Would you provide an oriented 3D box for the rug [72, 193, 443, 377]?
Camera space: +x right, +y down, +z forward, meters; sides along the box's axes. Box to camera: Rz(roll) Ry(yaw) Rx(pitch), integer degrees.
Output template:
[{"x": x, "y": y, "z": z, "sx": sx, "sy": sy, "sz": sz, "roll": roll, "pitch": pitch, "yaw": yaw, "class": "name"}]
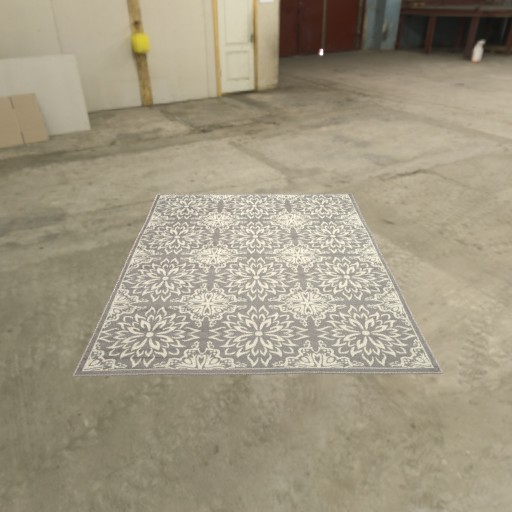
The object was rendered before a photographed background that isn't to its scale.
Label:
[{"x": 0.000, "y": 0.000, "z": 4.101, "sx": 2.363, "sy": 0.012, "sz": 2.980, "roll": 0, "pitch": 30, "yaw": -1, "class": "rug"}]
